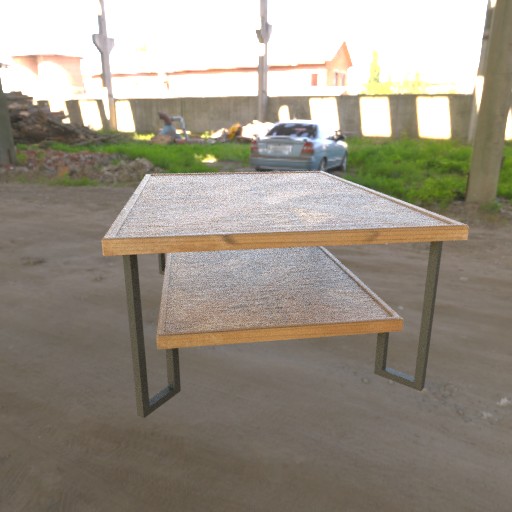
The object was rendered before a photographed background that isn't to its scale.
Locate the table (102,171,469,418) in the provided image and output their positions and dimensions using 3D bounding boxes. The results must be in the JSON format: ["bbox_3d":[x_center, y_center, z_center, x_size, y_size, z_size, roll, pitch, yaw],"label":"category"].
[{"bbox_3d":[0.000,0.000,1.685,0.877,0.492,1.238,-3,17,-9],"label":"table"}]
